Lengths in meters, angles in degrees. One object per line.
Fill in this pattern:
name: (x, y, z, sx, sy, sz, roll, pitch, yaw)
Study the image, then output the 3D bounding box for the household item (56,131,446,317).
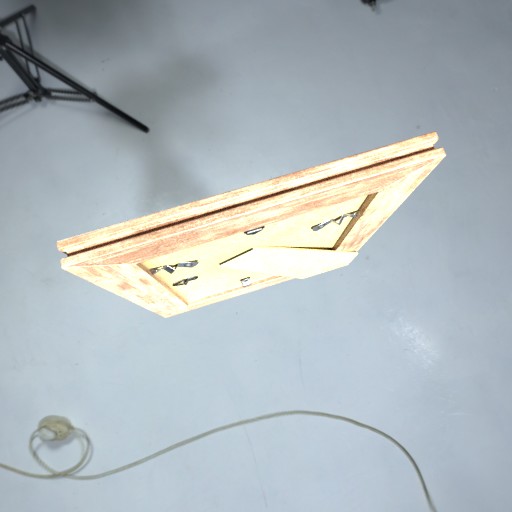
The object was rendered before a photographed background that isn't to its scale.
household item: (0.000, 0.000, 0.321, 0.186, 0.237, 0.018, -17, 77, -4)
